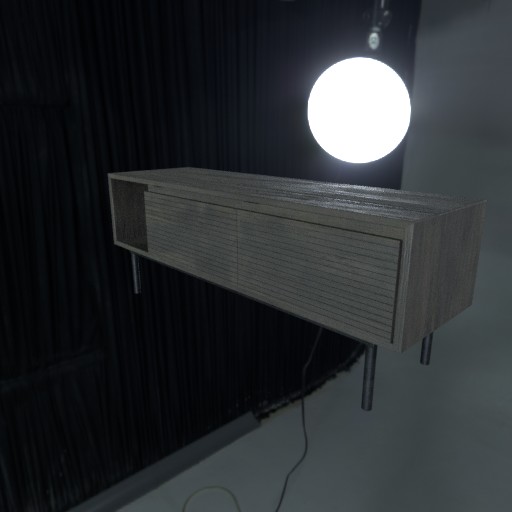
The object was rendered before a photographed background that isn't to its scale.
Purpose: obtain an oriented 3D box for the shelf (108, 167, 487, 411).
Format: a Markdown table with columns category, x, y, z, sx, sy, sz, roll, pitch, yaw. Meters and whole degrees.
| category | x | y | z | sx | sy | sz | roll | pitch | yaw |
| --- | --- | --- | --- | --- | --- | --- | --- | --- | --- |
| shelf | 0.000 | 0.000 | 1.523 | 0.400 | 0.495 | 1.300 | -15 | 22 | -42 |
